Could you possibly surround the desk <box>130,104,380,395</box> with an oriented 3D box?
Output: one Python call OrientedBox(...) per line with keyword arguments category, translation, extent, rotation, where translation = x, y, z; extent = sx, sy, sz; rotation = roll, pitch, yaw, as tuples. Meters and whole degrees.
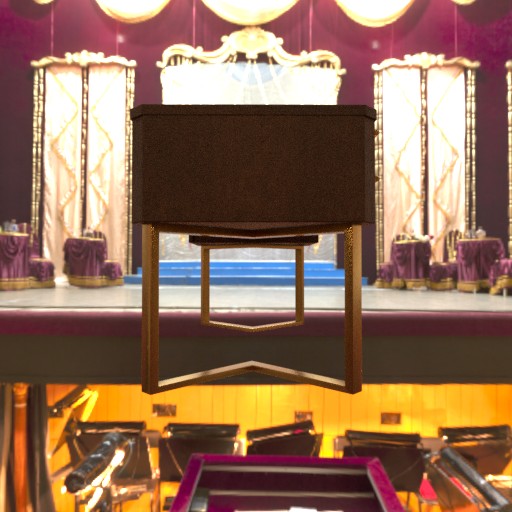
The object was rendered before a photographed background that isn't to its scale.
OrientedBox(category="desk", translation=(0.000, 0.000, 1.887), extent=(0.684, 0.762, 1.479), rotation=(0, -1, 0))
